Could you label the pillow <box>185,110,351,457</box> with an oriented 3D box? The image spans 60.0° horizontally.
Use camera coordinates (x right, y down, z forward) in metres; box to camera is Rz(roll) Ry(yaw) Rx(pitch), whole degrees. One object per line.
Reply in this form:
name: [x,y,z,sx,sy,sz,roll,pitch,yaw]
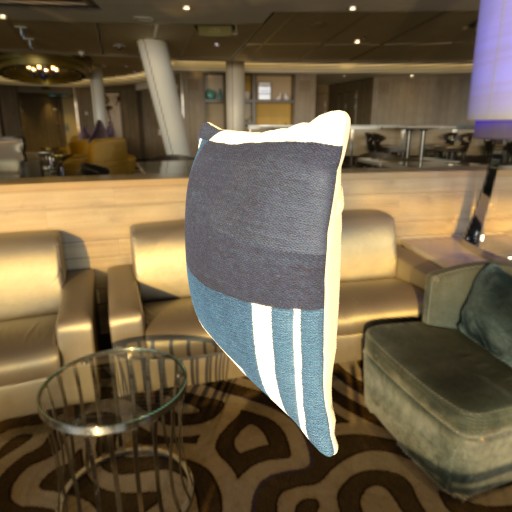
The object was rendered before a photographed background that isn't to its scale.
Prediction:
pillow: [0.000,0.000,0.835,0.229,0.506,0.536,-8,18,-25]
